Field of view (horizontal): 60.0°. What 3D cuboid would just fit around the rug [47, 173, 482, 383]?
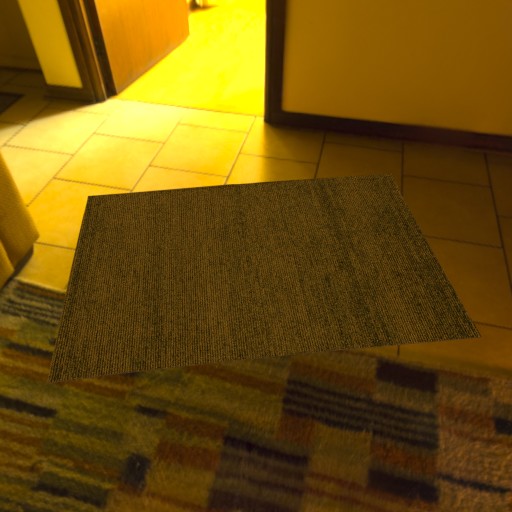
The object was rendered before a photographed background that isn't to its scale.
[{"bbox_3d":[0.000,0.000,2.175,1.777,0.021,1.145,-5,47,-5],"label":"rug"}]
